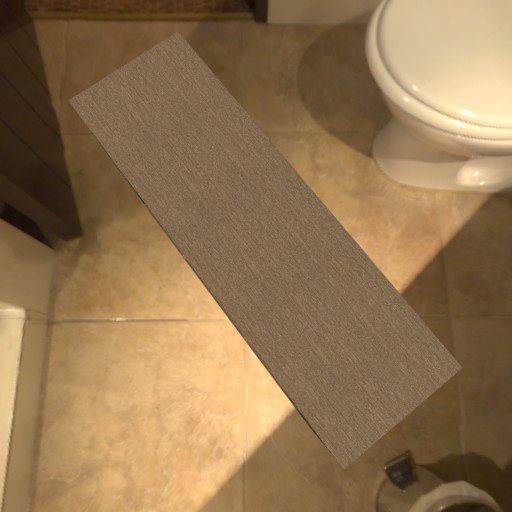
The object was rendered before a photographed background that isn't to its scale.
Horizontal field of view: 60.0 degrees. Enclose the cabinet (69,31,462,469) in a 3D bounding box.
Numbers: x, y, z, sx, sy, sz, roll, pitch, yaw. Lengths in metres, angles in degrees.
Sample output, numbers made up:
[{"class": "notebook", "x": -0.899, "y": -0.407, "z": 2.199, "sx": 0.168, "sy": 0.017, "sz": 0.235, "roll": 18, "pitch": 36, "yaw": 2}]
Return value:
[{"class": "cabinet", "x": 0.000, "y": 0.000, "z": 1.536, "sx": 0.405, "sy": 0.787, "sz": 1.194, "roll": -37, "pitch": 79, "yaw": -8}]
